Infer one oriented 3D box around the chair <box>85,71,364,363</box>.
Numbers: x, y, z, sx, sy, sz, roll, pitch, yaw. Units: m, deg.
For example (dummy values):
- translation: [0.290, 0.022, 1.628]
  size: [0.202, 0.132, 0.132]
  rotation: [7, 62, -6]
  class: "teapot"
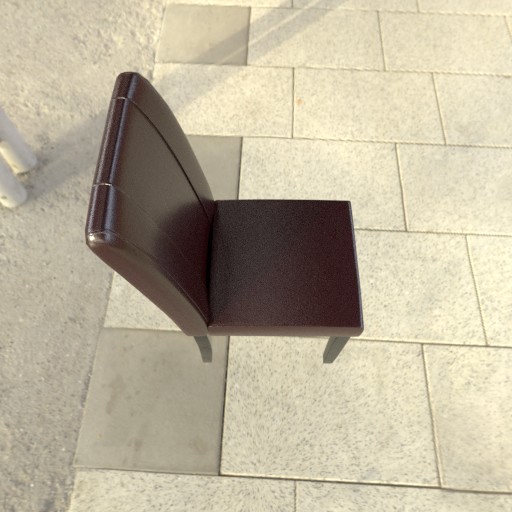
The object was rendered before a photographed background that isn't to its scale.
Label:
- translation: [0.000, 0.000, 1.180]
  size: [0.556, 0.897, 0.399]
  rotation: [0, 63, 0]
  class: "chair"
